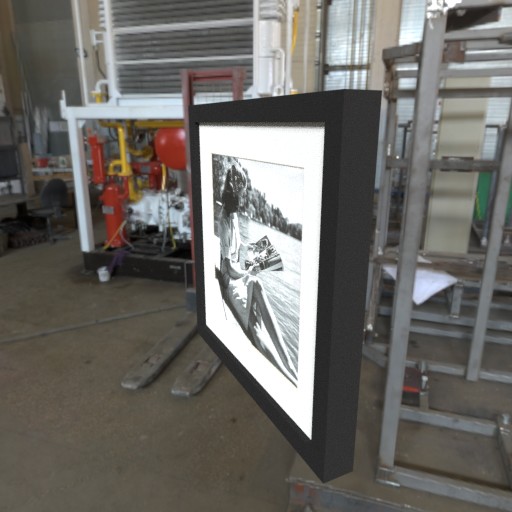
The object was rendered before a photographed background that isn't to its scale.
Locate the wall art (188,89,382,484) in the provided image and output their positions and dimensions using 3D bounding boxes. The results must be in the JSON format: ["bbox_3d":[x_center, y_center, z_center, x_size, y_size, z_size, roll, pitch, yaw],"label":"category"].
[{"bbox_3d":[0.000,0.000,0.459,0.030,0.305,0.308,-8,19,-25],"label":"wall art"}]
